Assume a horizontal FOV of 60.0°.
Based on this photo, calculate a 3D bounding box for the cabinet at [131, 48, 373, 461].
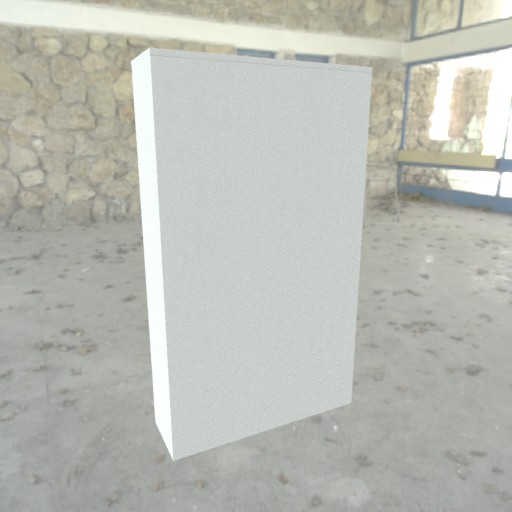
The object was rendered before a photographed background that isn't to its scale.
[{"bbox_3d":[0.000,0.000,1.598,0.750,1.280,0.250,-7,17,-26],"label":"cabinet"}]
